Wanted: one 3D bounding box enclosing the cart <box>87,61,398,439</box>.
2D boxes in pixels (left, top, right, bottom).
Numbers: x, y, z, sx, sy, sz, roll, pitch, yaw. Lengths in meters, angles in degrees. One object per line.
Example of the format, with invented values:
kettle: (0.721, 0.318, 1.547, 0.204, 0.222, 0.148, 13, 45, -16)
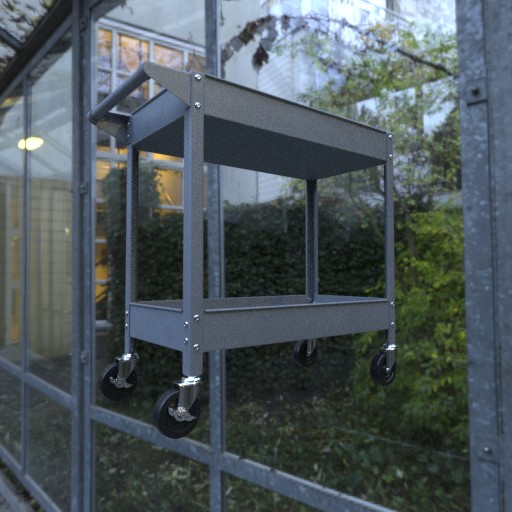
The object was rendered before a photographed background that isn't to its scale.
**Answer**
cart: (0.000, 0.000, 1.170, 0.779, 0.719, 0.366, 2, -3, -38)
